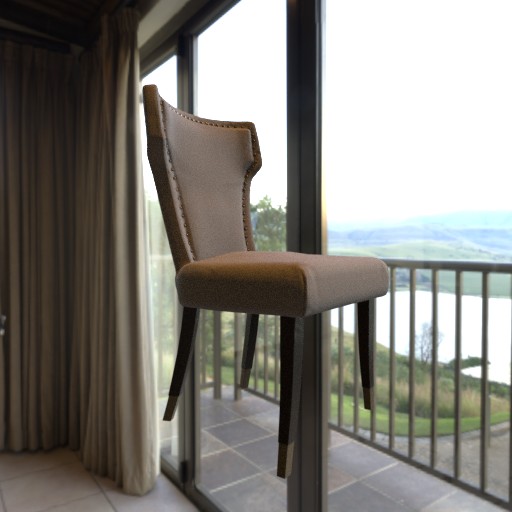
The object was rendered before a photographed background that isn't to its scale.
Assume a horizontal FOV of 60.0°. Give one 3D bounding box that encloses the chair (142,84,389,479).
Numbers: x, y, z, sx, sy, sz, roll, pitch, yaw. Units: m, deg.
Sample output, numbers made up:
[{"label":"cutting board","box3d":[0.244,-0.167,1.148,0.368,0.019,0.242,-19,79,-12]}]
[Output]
[{"label":"chair","box3d":[0.000,0.000,1.309,0.630,0.950,0.526,1,2,36]}]
